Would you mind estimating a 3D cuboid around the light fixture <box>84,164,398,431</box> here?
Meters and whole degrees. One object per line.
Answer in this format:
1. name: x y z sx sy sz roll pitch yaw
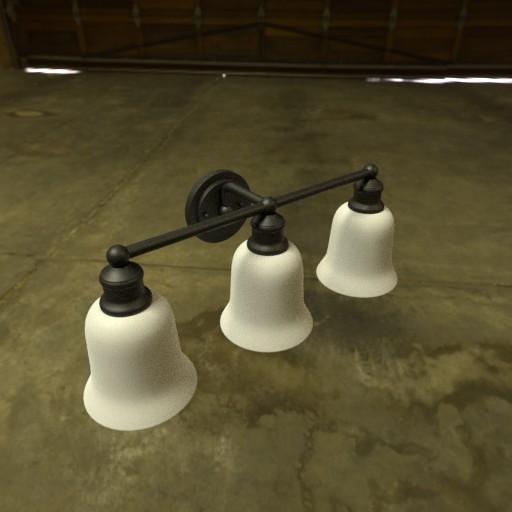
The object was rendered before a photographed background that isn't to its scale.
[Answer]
1. light fixture: 0.000 0.000 0.660 0.570 0.211 0.198 -22 37 -32
